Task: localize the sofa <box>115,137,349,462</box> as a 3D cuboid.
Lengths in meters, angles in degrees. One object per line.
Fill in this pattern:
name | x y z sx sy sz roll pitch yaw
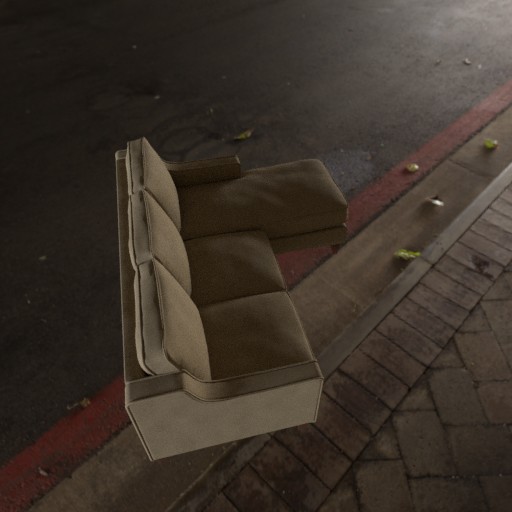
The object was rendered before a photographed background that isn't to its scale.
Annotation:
sofa | 0.000 0.000 3.300 1.858 1.066 2.317 -10 46 -10
